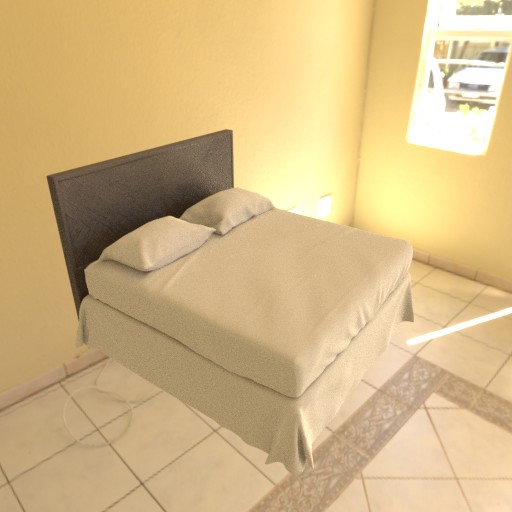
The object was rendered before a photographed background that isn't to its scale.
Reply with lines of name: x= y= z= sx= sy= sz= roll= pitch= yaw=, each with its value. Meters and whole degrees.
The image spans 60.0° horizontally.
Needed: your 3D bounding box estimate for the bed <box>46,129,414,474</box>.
bed: x=0.000 y=0.000 z=2.871 sx=1.785 sy=1.142 sz=1.772 roll=18 pitch=32 yaw=31
